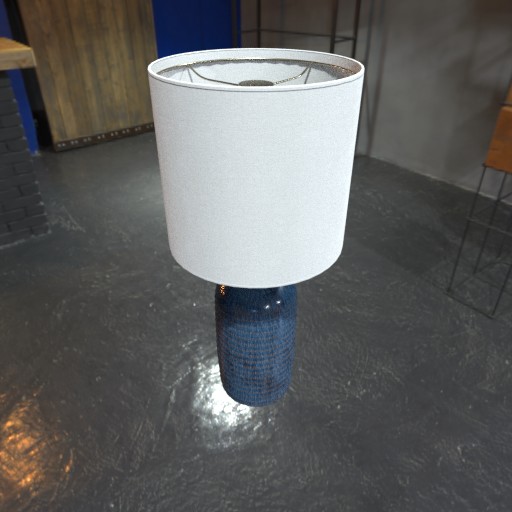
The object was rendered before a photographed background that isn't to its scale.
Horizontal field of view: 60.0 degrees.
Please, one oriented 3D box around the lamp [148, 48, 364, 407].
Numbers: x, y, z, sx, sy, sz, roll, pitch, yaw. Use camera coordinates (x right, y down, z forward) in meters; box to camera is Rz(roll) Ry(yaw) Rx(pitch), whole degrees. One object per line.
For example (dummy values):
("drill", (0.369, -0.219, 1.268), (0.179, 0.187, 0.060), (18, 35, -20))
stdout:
("lamp", (0.000, 0.000, 0.589), (0.220, 0.475, 0.220), (-22, 39, -30))
